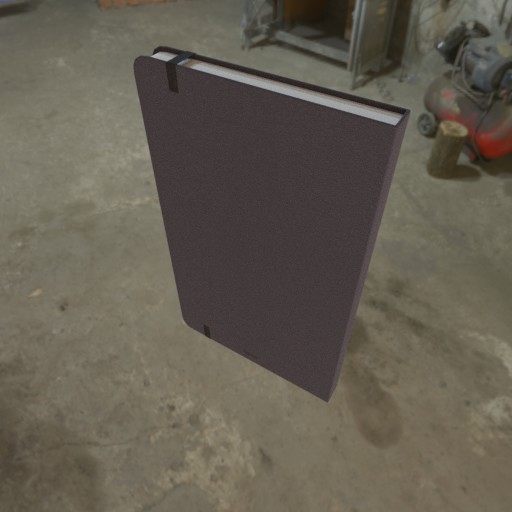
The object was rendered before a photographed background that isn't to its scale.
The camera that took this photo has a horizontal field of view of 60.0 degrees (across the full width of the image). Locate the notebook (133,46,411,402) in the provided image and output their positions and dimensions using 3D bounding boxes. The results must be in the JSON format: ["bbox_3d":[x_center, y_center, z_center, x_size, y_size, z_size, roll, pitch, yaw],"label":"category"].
[{"bbox_3d":[0.000,0.000,0.260,0.127,0.213,0.016,24,50,21],"label":"notebook"}]
